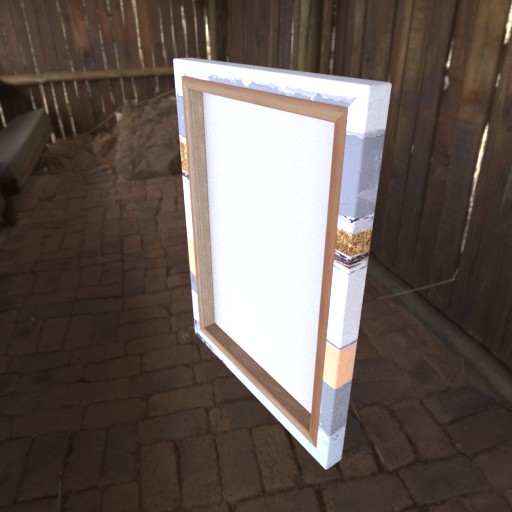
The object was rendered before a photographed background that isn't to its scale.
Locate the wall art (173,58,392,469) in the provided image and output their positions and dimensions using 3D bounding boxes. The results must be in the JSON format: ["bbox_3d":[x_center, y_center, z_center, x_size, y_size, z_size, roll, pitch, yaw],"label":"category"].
[{"bbox_3d":[0.000,0.000,0.776,0.038,0.609,0.456,-19,33,-31],"label":"wall art"}]
